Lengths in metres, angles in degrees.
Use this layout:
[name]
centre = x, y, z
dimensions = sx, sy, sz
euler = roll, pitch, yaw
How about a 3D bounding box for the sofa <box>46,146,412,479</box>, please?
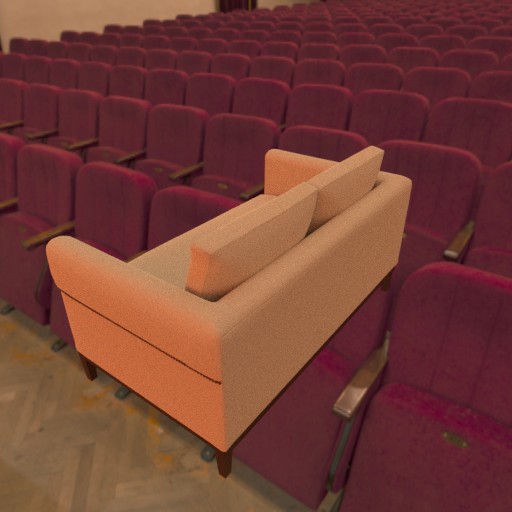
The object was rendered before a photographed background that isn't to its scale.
[sofa]
centre = 0.000, 0.000, 2.145
dimensions = 0.905, 0.873, 1.598
euler = 20, 36, 31
